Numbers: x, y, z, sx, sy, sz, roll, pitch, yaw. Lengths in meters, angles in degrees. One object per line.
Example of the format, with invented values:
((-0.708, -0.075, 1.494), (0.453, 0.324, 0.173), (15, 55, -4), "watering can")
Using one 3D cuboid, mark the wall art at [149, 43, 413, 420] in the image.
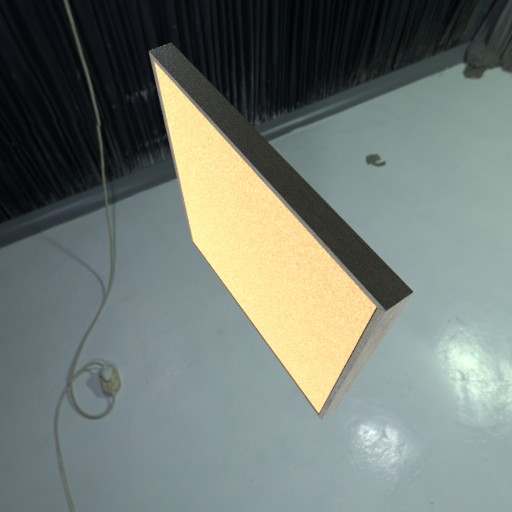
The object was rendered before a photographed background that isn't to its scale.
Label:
((0.000, 0.000, 0.765), (0.037, 0.507, 0.507), (-30, 63, -17), "wall art")
